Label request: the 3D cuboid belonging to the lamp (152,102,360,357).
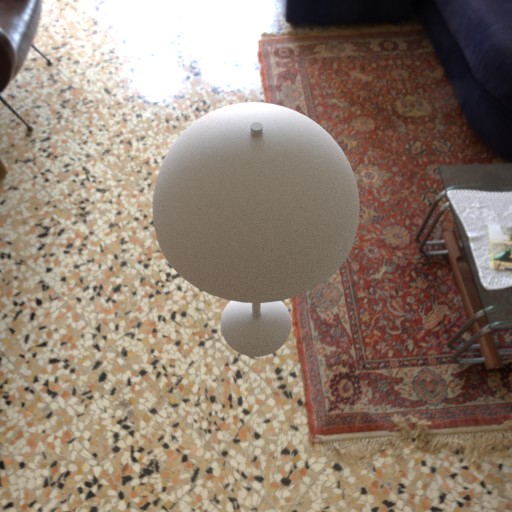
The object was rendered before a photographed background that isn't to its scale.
[{"bbox_3d":[0.000,0.000,0.436,0.171,0.330,0.171,0,58,0],"label":"lamp"}]
